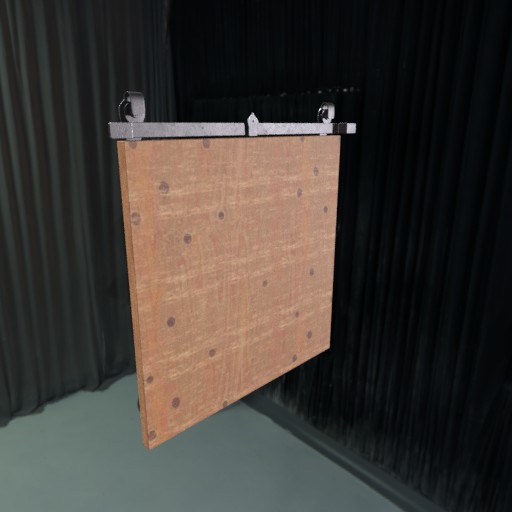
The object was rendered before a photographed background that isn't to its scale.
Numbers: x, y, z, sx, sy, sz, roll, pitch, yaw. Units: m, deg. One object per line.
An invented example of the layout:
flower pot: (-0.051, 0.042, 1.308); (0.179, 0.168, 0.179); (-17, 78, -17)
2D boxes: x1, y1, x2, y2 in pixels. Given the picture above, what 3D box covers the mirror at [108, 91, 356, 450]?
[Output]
mirror: (0.000, 0.000, 1.194); (0.805, 0.800, 0.054); (-16, 23, -43)
